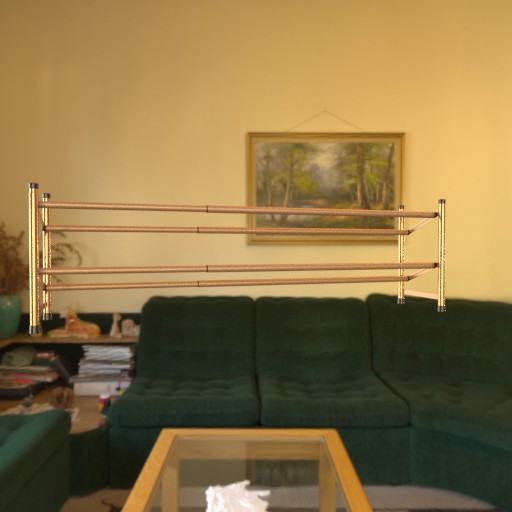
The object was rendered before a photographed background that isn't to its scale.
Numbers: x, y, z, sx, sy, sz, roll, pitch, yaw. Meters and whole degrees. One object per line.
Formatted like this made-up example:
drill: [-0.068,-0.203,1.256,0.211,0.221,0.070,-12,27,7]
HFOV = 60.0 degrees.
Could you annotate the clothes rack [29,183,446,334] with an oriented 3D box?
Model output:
clothes rack: [0.000,0.000,1.300,1.168,0.349,0.229,0,1,-18]
